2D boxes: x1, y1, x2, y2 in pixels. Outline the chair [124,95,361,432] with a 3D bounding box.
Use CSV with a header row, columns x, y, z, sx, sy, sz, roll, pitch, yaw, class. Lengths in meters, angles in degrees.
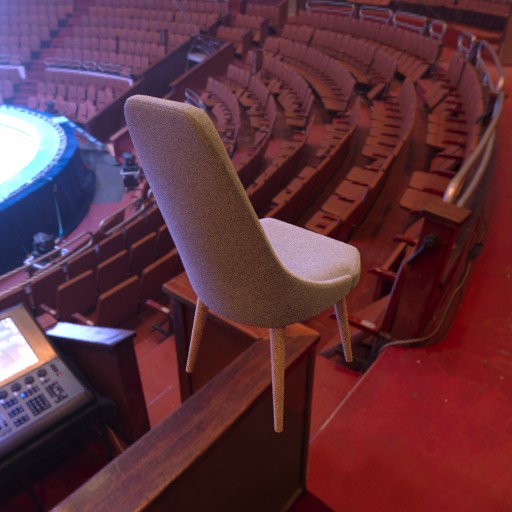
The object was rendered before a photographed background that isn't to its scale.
x,y,z,sx,sy,sz,roll,pitch,yaw,class
0.000,0.000,1.383,0.510,1.040,0.660,23,38,33,chair
